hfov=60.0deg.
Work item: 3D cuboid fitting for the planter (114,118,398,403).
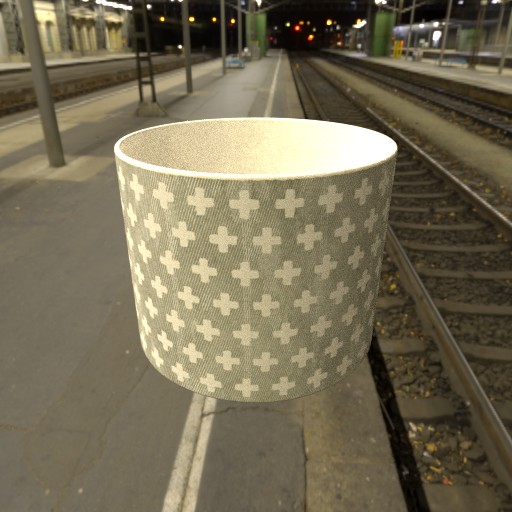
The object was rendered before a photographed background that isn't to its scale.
[{"bbox_3d":[0.000,0.000,0.458,0.250,0.239,0.250,0,26,0],"label":"planter"}]
